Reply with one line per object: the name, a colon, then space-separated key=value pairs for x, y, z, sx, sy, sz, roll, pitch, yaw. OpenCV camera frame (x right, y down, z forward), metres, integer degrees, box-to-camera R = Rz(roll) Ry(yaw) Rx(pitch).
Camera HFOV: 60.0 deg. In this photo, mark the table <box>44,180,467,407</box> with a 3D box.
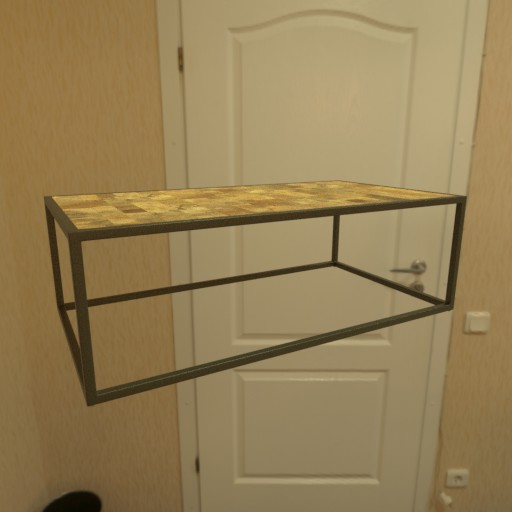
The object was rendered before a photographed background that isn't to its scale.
table: x=0.000 y=0.000 z=1.476 sx=1.199 sy=0.398 sz=0.649 roll=-8 pitch=17 yaw=-28
